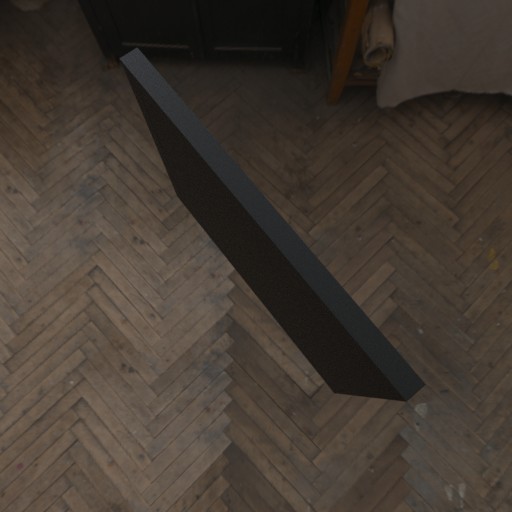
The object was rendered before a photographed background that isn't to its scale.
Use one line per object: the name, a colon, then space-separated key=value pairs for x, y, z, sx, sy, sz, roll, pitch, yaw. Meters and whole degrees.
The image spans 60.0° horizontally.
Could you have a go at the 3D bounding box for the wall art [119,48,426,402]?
wall art: x=0.000 y=0.000 z=0.757 sx=0.029 sy=0.457 sz=0.558 roll=-37 pitch=77 yaw=-10
